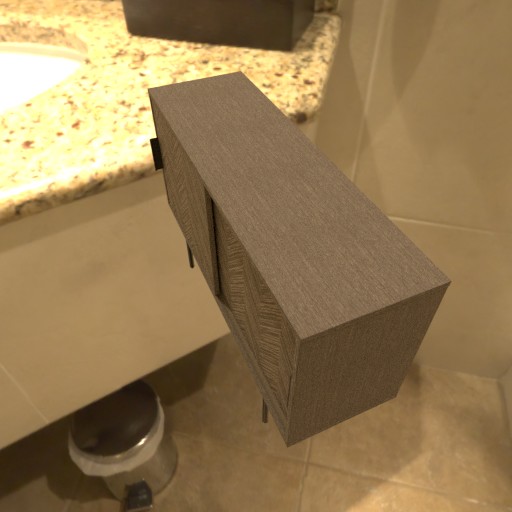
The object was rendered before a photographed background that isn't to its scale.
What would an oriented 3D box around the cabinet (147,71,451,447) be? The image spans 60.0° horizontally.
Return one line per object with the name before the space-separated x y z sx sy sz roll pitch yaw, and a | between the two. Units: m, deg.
cabinet | 0.000 0.000 1.574 0.405 0.787 1.194 -18 48 -17
